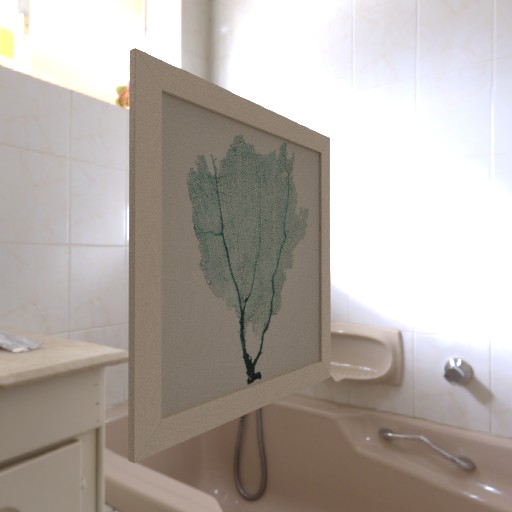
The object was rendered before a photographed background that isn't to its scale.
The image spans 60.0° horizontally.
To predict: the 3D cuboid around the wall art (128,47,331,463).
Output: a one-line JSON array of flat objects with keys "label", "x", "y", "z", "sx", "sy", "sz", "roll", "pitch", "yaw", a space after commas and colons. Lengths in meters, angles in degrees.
[{"label": "wall art", "x": 0.000, "y": 0.000, "z": 0.845, "sx": 0.015, "sy": 0.577, "sz": 0.572, "roll": 0, "pitch": -1, "yaw": 38}]
